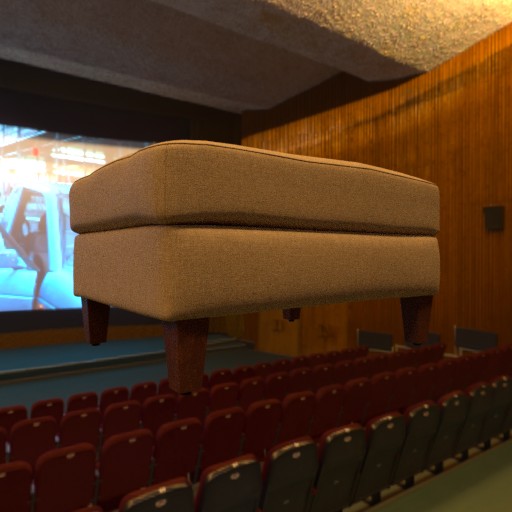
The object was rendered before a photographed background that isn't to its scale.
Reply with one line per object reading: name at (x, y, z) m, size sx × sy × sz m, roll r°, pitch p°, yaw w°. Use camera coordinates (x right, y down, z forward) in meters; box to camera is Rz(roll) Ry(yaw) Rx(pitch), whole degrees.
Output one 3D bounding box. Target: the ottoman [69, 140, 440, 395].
ottoman at (0.000, 0.000, 1.291) m, size 0.898 × 0.519 × 0.677 m, roll 0°, pitch 0°, yaw -37°
